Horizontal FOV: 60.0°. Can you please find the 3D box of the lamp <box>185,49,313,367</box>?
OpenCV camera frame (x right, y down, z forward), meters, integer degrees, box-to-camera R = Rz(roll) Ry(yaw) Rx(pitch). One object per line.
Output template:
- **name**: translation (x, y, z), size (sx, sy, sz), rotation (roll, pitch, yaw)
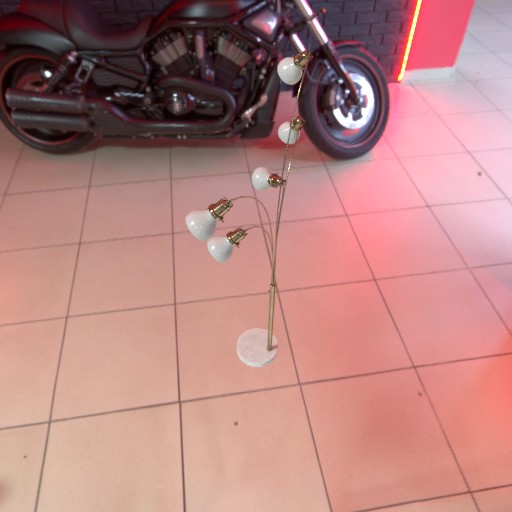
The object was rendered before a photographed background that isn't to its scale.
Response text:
- **lamp**: translation (0.000, 0.000, 3.007), size (0.361, 2.423, 1.405), rotation (18, 49, 16)
